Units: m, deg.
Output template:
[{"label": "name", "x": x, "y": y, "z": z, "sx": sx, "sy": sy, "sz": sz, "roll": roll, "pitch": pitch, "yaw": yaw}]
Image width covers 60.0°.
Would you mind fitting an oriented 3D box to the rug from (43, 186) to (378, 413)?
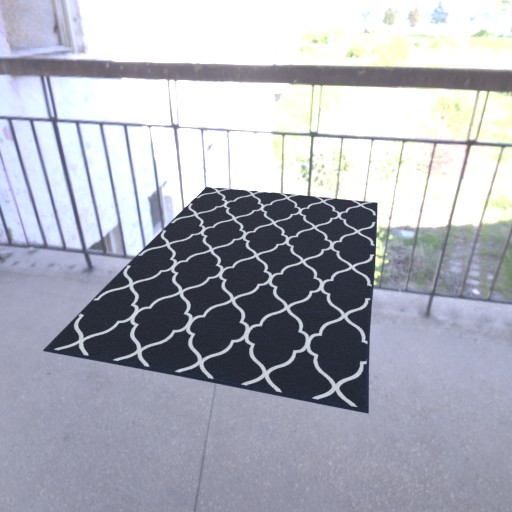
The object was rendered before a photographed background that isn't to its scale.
[{"label": "rug", "x": 0.000, "y": 0.000, "z": 2.911, "sx": 1.526, "sy": 0.014, "sz": 2.290, "roll": 7, "pitch": 30, "yaw": 12}]
